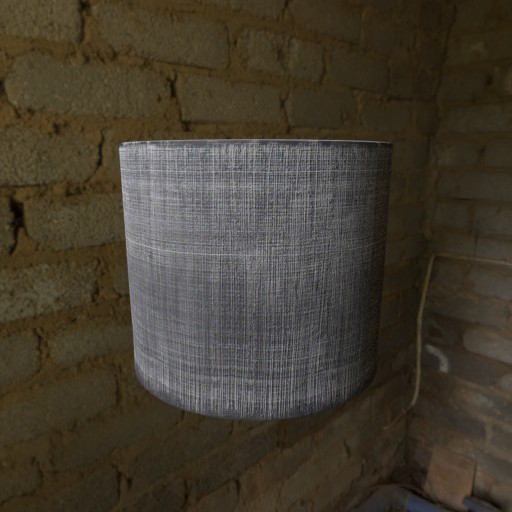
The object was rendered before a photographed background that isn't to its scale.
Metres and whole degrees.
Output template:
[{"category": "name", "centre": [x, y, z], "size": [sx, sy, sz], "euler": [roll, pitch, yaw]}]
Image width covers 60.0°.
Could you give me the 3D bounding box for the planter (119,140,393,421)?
[{"category": "planter", "centre": [0.000, 0.000, 0.453], "size": [0.254, 0.221, 0.254], "euler": [0, 13, 0]}]
